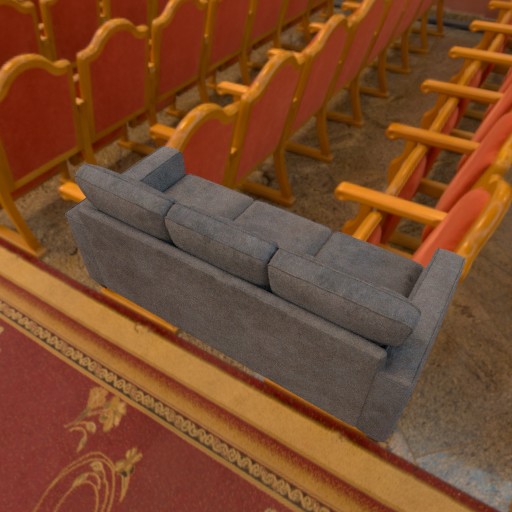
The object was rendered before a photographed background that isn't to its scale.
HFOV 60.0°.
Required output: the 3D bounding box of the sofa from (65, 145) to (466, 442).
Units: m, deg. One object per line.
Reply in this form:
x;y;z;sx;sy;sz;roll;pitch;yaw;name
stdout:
0.000;0.000;2.619;2.133;0.965;0.939;24;50;22;sofa
